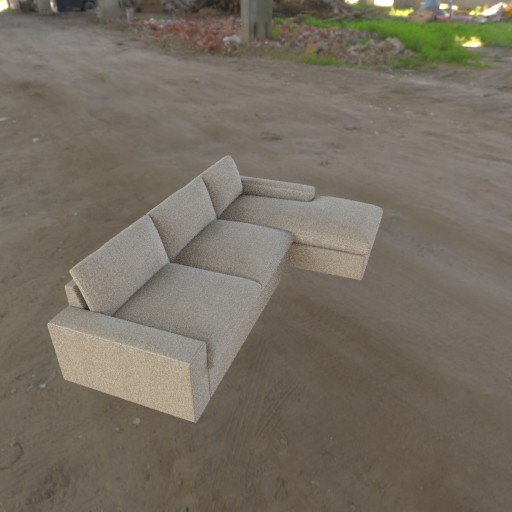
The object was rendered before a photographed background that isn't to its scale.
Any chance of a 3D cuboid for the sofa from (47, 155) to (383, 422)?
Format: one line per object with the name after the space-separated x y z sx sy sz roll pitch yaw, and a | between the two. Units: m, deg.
0.000 0.000 3.566 1.689 0.813 2.718 11 33 18 | sofa
